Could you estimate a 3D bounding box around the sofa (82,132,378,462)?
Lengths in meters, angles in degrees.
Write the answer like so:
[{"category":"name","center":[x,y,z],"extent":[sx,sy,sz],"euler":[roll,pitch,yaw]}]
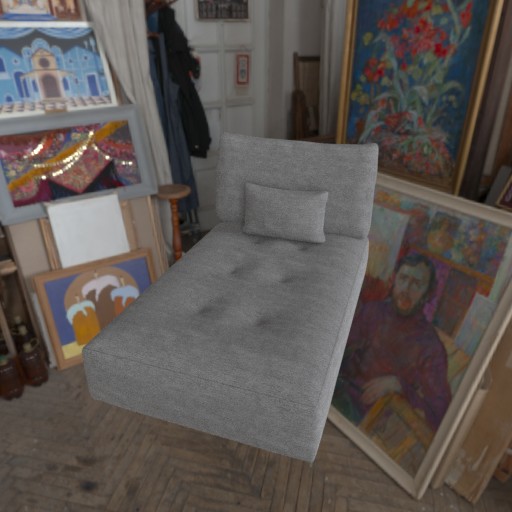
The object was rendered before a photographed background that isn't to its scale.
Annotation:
[{"category":"sofa","center":[0.000,0.000,2.056],"extent":[0.930,0.820,1.450],"euler":[9,28,17]}]
